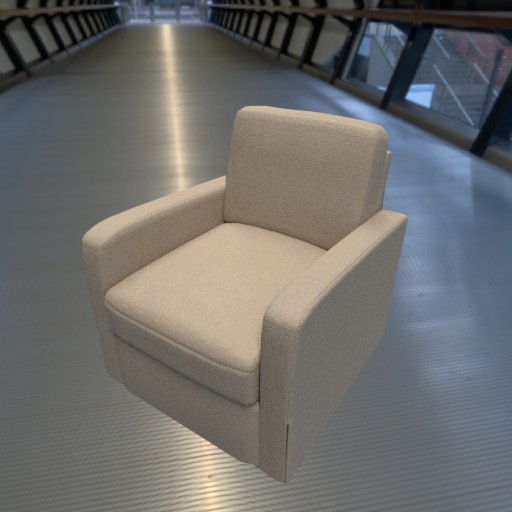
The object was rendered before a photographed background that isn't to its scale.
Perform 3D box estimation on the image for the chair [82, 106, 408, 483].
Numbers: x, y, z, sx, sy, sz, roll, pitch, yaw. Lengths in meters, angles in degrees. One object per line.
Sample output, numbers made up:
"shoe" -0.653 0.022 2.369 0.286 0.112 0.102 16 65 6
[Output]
"chair" 0.000 0.000 1.484 0.755 0.827 0.888 19 36 29
